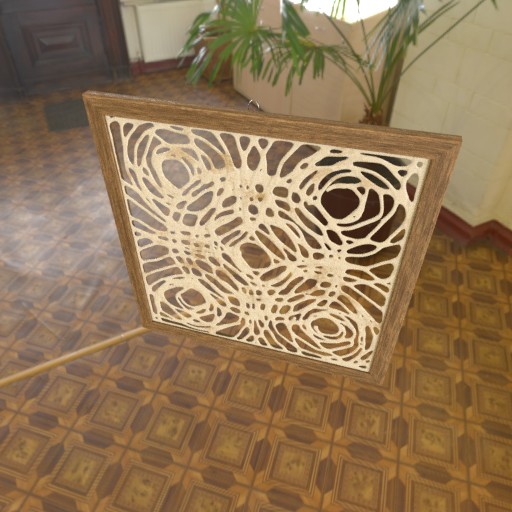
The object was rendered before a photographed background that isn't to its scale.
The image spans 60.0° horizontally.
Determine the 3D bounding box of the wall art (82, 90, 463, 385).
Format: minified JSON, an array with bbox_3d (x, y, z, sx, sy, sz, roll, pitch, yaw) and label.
[{"bbox_3d":[0.000,0.000,0.817,0.561,0.576,0.021,11,42,12],"label":"wall art"}]
